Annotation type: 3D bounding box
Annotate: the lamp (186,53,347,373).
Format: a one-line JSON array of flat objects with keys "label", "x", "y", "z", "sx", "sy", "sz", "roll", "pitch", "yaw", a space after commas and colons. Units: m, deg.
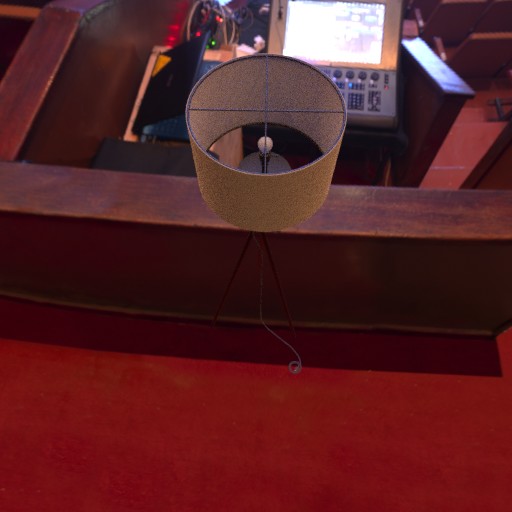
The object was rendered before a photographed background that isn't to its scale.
[{"label": "lamp", "x": 0.000, "y": 0.000, "z": 1.898, "sx": 0.522, "sy": 1.624, "sz": 0.667, "roll": 1, "pitch": 64, "yaw": 0}]
